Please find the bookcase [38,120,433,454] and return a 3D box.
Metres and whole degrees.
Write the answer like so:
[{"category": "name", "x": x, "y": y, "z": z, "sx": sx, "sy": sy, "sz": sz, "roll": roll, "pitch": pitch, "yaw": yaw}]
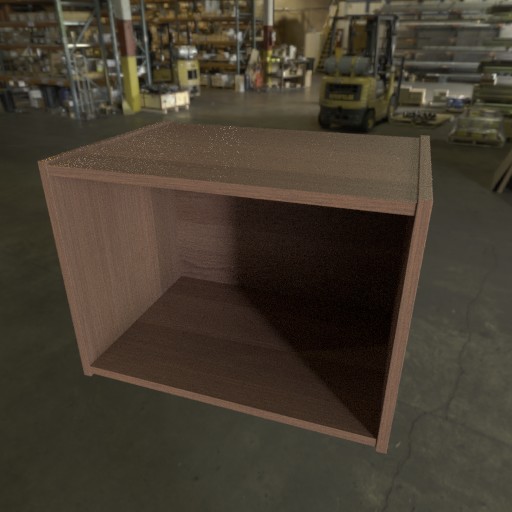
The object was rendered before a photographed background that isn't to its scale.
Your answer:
[{"category": "bookcase", "x": 0.000, "y": 0.000, "z": 0.623, "sx": 0.415, "sy": 0.305, "sz": 0.290, "roll": 9, "pitch": 28, "yaw": 17}]
